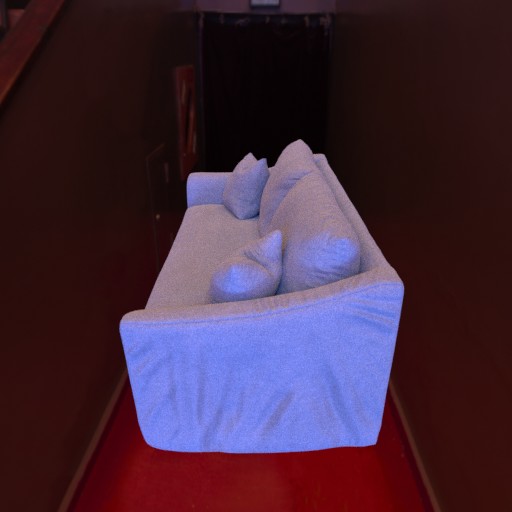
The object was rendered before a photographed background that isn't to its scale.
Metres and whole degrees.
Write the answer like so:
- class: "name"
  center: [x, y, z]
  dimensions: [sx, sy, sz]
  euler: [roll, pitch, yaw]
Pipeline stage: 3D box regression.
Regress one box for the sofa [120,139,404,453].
- class: "sofa"
  center: [0.000, 0.000, 2.598]
  dimensions: [1.072, 1.018, 2.010]
  euler: [0, 26, 0]
